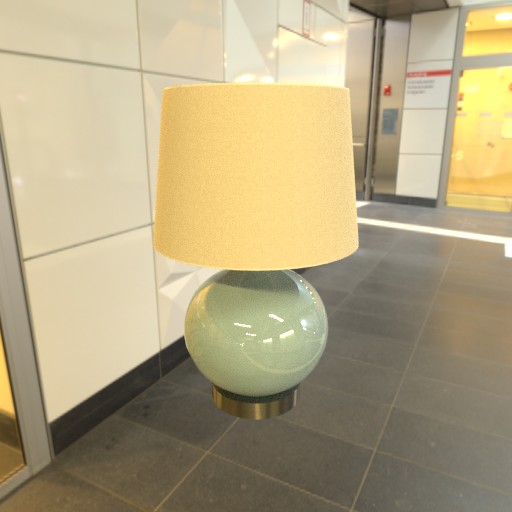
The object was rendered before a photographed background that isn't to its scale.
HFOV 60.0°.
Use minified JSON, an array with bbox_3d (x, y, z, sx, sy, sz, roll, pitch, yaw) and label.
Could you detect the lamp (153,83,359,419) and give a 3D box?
[{"bbox_3d":[0.000,0.000,0.551,0.247,0.387,0.247,0,17,0],"label":"lamp"}]
